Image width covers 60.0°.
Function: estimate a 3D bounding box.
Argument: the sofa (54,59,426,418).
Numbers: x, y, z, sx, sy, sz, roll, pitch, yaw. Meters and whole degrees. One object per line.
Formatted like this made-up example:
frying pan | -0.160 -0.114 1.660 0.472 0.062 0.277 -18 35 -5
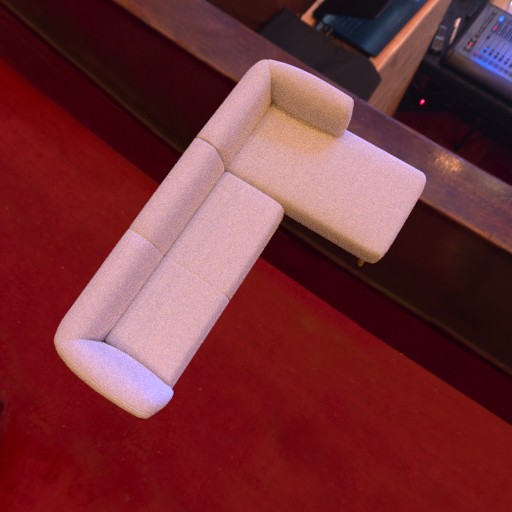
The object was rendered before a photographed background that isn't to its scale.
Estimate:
sofa | 0.000 0.000 3.275 1.610 0.730 2.660 32 77 8
